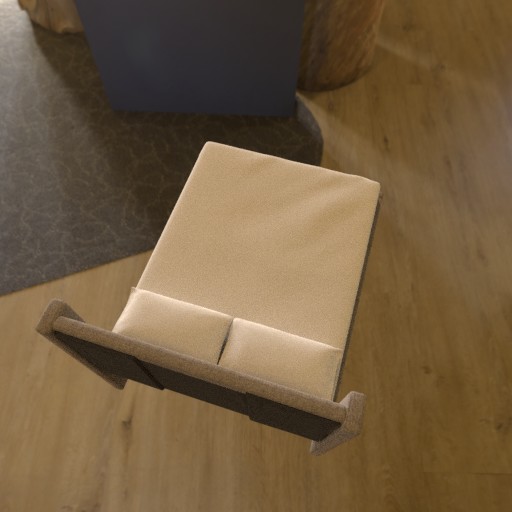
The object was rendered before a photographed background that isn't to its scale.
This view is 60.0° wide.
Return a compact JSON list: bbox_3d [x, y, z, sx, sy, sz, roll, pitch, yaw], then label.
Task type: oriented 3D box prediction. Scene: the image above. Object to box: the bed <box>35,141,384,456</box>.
[{"bbox_3d":[0.000,0.000,3.310,1.714,1.476,2.245,15,63,8],"label":"bed"}]
